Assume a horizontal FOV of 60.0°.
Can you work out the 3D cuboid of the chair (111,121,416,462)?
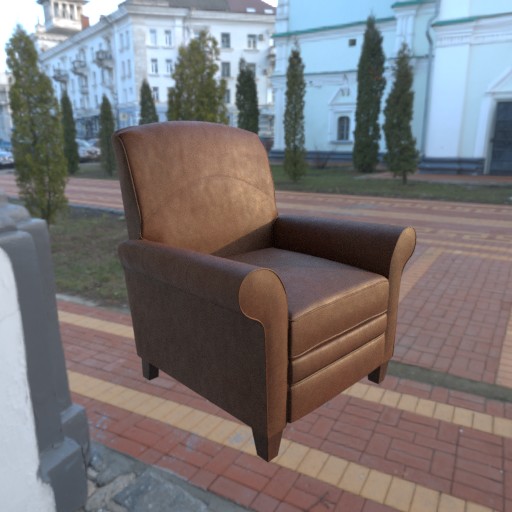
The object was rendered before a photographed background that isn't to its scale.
[{"bbox_3d":[0.000,0.000,1.780,0.978,1.061,0.902,-14,20,-43],"label":"chair"}]
